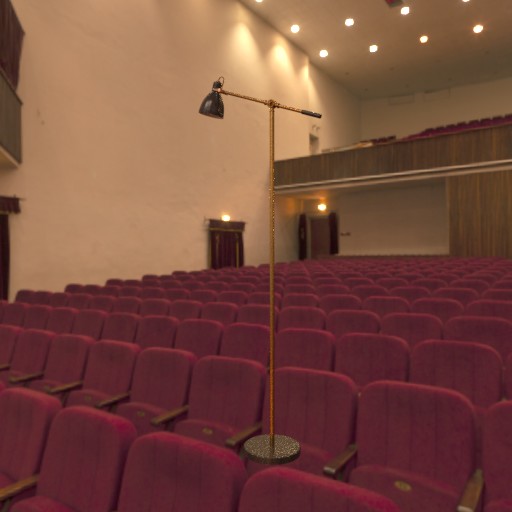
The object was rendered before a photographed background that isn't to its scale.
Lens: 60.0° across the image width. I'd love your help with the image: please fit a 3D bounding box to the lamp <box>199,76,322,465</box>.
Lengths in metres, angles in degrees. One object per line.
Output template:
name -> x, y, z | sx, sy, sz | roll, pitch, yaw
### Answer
lamp -> 0.000, 0.000, 1.894 | 0.618, 1.628, 0.235 | 0, -1, 35
